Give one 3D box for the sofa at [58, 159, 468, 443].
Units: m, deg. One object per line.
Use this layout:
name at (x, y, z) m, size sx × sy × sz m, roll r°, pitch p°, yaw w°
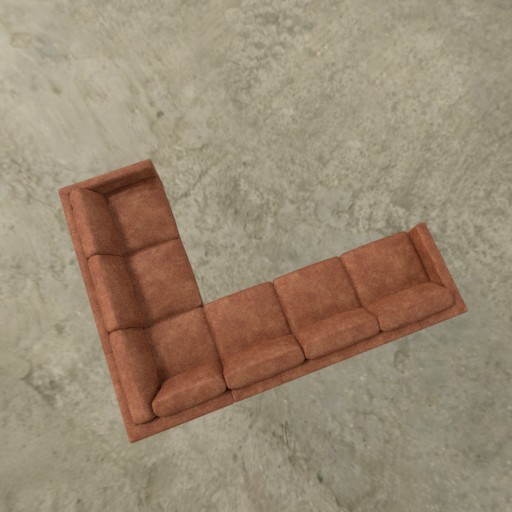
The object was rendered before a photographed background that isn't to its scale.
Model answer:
sofa at (0.000, 0.000, 4.350) m, size 3.167 × 0.838 × 2.438 m, roll -20°, pitch 77°, yaw -5°
